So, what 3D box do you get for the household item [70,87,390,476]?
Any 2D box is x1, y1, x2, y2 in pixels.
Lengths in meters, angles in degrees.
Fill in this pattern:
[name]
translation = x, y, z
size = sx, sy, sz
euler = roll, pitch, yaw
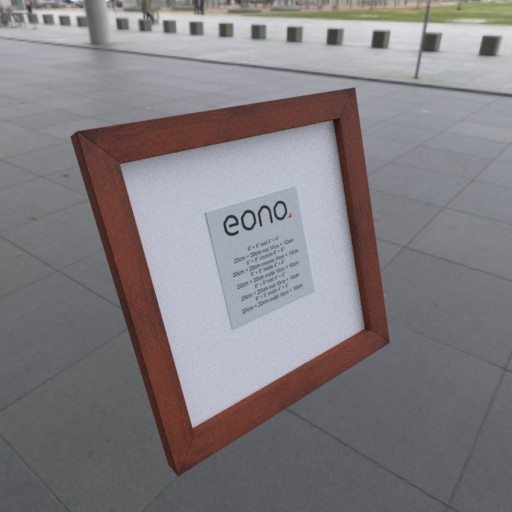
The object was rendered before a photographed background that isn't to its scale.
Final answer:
[household item]
translation = 0.000, 0.000, 0.373
size = 0.240, 0.240, 0.131
euler = -21, 36, -31
